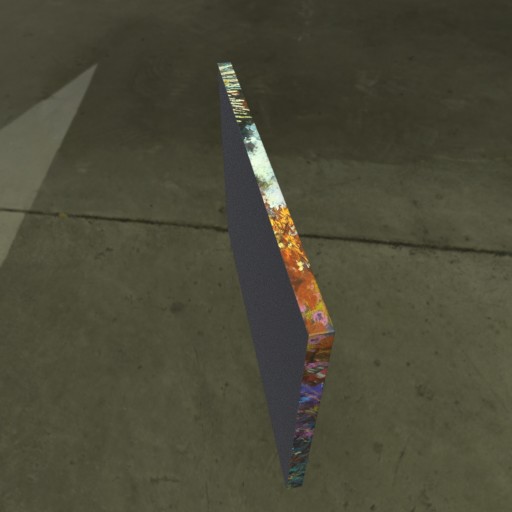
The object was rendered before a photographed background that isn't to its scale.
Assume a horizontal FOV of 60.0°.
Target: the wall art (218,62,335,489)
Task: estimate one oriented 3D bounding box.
[{"bbox_3d":[0.000,0.000,1.112,0.037,0.604,0.908,-8,46,-8],"label":"wall art"}]
